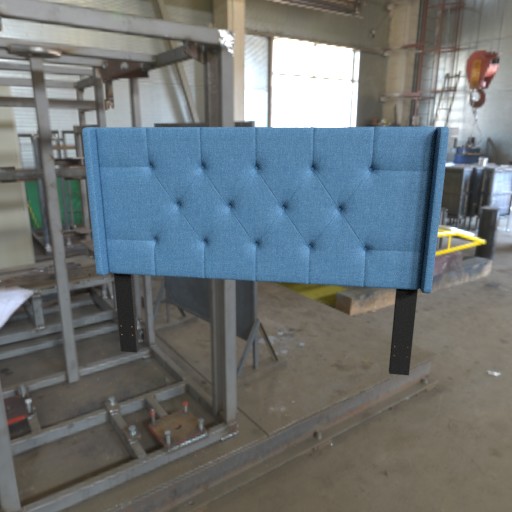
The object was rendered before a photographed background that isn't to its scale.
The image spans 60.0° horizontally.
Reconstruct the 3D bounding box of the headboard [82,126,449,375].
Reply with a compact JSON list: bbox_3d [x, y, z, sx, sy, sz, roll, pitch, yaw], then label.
[{"bbox_3d":[0.000,0.000,2.728,2.051,1.524,0.184,3,16,9],"label":"headboard"}]
